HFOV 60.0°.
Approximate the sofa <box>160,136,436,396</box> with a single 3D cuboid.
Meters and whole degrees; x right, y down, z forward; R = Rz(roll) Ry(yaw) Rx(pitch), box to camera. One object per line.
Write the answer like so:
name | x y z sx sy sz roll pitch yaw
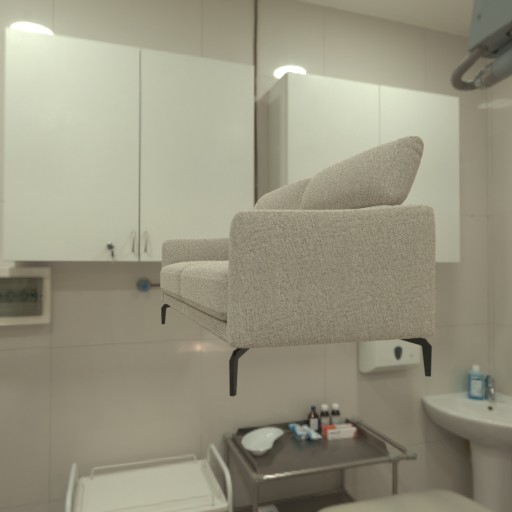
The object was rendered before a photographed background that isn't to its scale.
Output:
sofa | 0.000 0.000 2.464 0.856 0.956 2.015 0 -1 -19
